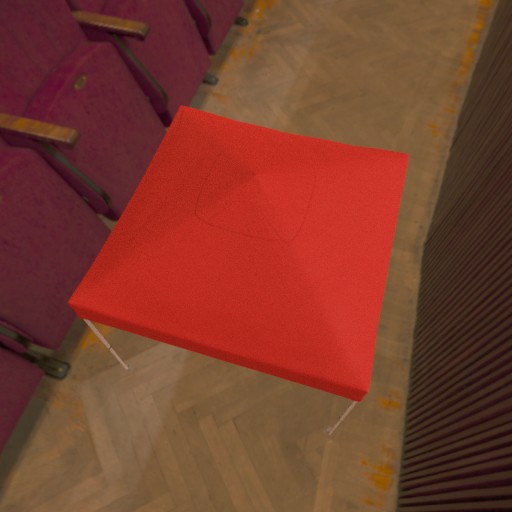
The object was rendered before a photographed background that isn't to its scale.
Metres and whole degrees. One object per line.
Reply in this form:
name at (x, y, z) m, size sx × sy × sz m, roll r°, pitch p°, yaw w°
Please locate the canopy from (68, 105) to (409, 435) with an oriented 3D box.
canopy at (0.000, 0.000, 5.493) m, size 2.996 × 2.997 × 2.998 m, roll 15°, pitch 60°, yaw 9°
